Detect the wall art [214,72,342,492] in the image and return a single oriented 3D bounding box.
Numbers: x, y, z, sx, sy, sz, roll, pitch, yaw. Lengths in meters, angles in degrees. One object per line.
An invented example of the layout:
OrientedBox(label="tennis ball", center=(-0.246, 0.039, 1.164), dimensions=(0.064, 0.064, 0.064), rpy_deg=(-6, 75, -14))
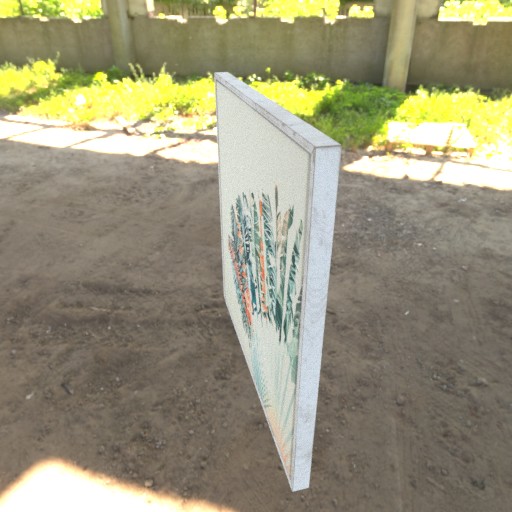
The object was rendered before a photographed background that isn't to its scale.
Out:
OrientedBox(label="wall art", center=(0.000, 0.000, 1.100), dimensions=(0.038, 0.757, 0.760), rpy_deg=(-7, 31, -13))
